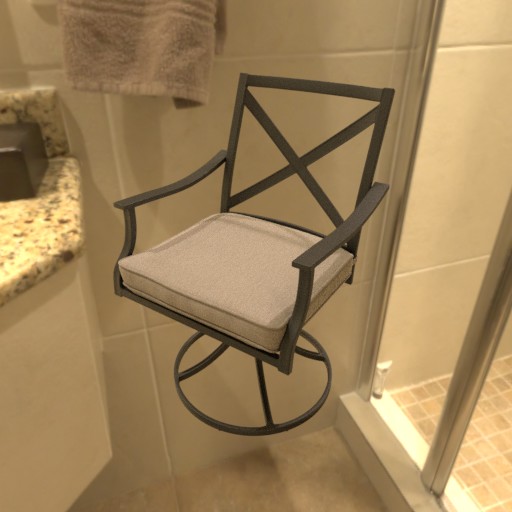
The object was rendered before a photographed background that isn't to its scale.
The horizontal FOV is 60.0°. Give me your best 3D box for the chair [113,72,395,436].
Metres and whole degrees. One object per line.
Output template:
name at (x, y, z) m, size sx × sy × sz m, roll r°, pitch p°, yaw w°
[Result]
chair at (0.000, 0.000, 1.289) m, size 0.575 × 0.889 × 0.620 m, roll 19°, pitch 35°, yaw 28°
